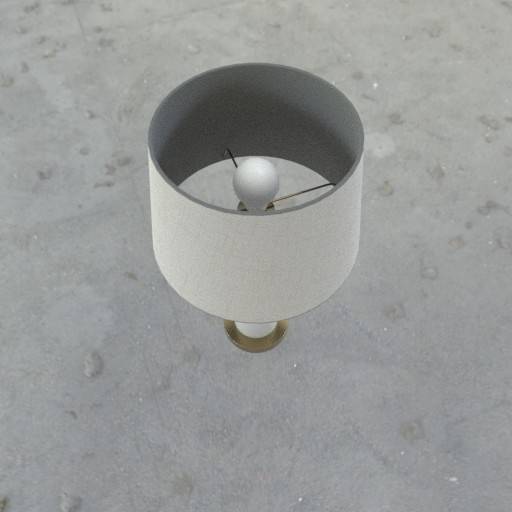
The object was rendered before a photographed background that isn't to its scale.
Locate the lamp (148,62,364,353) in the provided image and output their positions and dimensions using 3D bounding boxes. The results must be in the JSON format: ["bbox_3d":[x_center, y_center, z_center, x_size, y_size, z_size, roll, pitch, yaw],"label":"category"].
[{"bbox_3d":[0.000,0.000,0.734,0.309,0.545,0.309,0,58,0],"label":"lamp"}]
